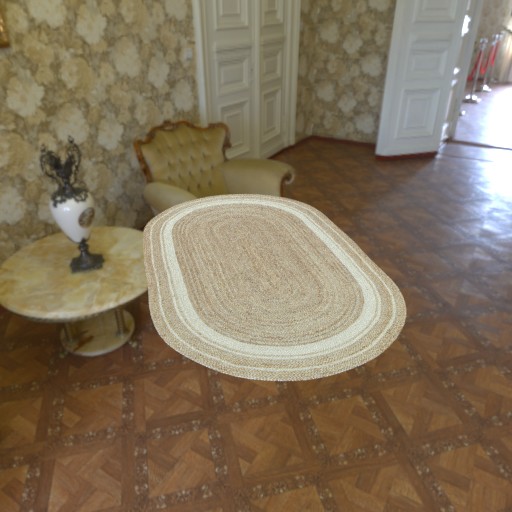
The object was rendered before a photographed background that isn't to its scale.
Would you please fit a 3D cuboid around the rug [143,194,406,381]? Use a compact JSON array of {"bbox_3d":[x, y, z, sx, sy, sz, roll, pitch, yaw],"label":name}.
[{"bbox_3d":[0.000,0.000,3.107,1.520,0.006,2.432,-8,30,-13],"label":"rug"}]
